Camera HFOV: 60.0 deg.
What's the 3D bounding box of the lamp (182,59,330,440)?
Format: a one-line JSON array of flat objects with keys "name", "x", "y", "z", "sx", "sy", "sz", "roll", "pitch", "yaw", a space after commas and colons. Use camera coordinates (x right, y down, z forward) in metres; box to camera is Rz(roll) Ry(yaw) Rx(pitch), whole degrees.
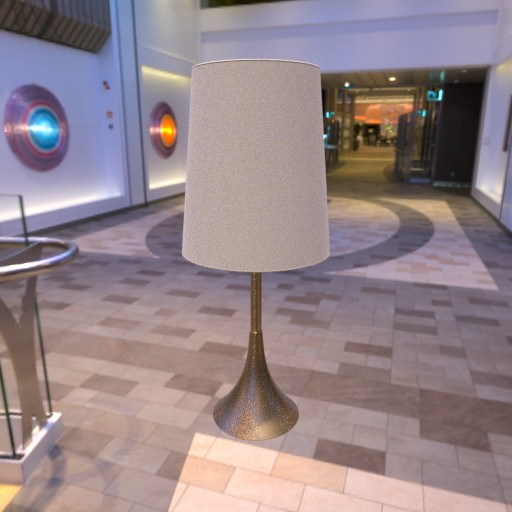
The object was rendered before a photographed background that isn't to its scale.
[{"name": "lamp", "x": 0.000, "y": 0.000, "z": 0.702, "sx": 0.231, "sy": 0.569, "sz": 0.231, "roll": 0, "pitch": 15, "yaw": 0}]
